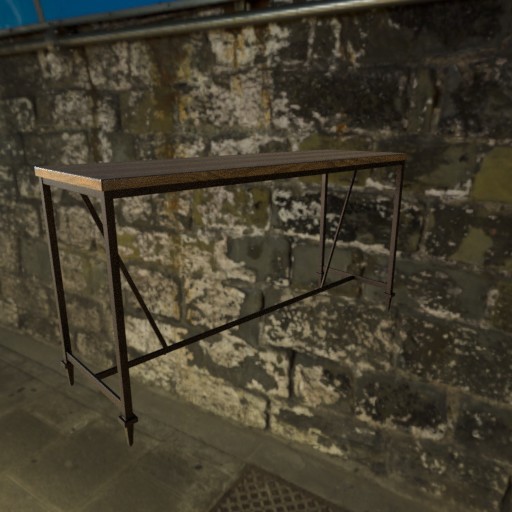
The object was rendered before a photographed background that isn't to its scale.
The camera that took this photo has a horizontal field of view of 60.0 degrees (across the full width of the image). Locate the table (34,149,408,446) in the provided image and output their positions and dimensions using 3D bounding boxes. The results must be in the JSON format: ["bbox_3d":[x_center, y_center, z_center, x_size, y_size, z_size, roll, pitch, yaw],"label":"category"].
[{"bbox_3d":[0.000,0.000,2.099,1.700,0.902,0.551,-15,22,-41],"label":"table"}]
